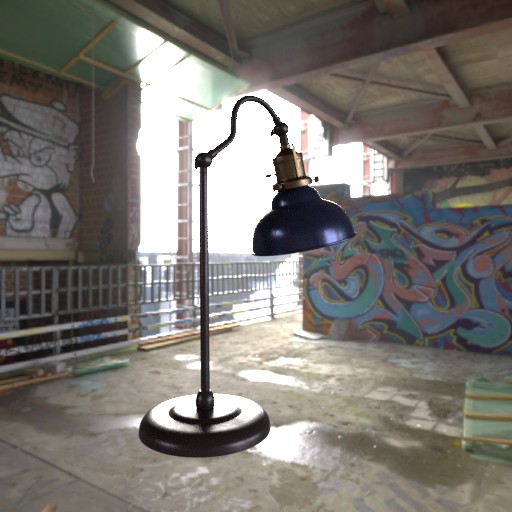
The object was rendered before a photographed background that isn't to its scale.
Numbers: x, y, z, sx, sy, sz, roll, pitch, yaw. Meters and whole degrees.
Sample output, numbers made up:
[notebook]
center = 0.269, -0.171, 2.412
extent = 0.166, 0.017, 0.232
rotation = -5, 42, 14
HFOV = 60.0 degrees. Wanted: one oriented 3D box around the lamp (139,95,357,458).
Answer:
[lamp]
center = 0.000, 0.000, 0.706
extent = 0.374, 0.508, 0.192
rotation = 0, 1, -35
